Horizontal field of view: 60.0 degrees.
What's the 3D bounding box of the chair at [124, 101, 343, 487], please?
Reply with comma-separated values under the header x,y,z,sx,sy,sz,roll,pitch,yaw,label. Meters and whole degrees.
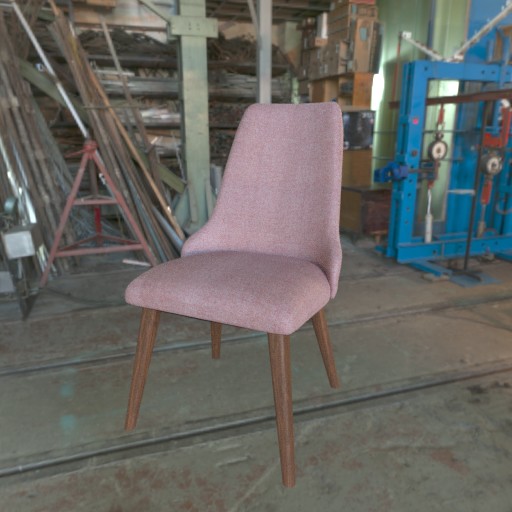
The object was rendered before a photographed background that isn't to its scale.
x,y,z,sx,sy,sz,roll,pitch,yaw,label
0.000,0.000,1.349,0.535,0.918,0.707,8,17,25,chair
